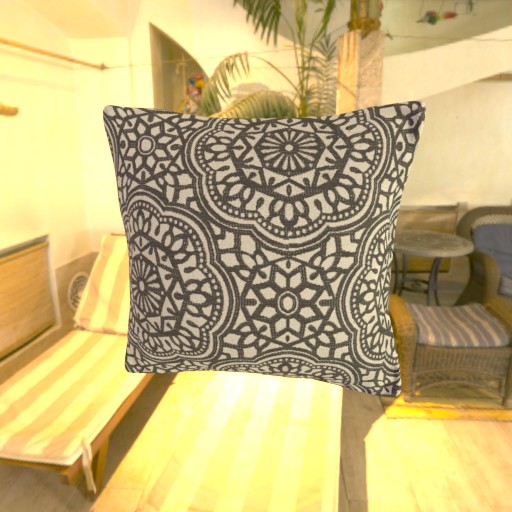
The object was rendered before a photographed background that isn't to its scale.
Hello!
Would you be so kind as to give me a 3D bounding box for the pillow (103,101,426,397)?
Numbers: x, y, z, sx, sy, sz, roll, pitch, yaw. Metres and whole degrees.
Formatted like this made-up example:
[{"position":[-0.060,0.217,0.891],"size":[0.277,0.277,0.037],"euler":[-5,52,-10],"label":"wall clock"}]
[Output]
[{"position":[0.000,0.000,0.637],"size":[0.436,0.417,0.148],"euler":[2,15,9],"label":"pillow"}]
